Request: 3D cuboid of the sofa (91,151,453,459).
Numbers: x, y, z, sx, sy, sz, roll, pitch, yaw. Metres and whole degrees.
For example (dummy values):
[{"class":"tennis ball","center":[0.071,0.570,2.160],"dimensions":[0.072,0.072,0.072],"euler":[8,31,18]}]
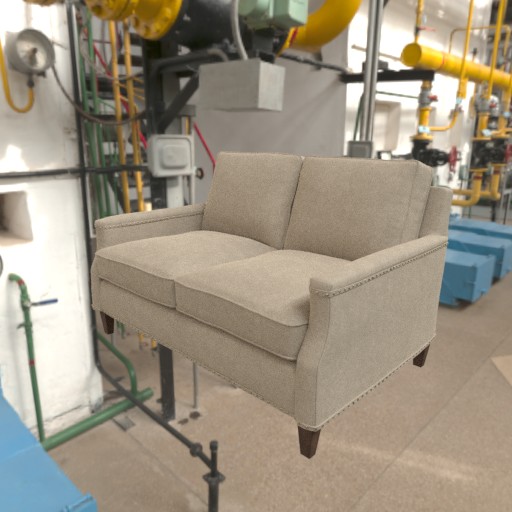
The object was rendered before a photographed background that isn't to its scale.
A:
[{"class":"sofa","center":[0.000,0.000,2.263],"dimensions":[1.597,1.002,1.084],"euler":[14,21,42]}]
